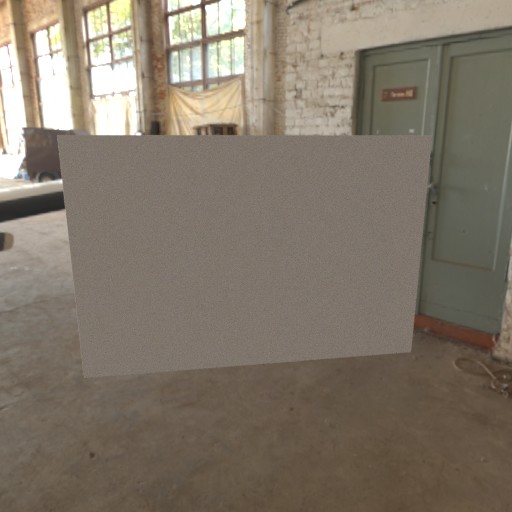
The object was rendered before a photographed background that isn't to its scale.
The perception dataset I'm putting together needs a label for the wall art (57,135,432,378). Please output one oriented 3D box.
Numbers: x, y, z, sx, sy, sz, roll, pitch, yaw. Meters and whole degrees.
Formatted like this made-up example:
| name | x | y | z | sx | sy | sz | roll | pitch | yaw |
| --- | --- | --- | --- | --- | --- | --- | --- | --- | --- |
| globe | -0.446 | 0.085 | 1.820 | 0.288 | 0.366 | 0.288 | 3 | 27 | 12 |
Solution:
| name | x | y | z | sx | sy | sz | roll | pitch | yaw |
| --- | --- | --- | --- | --- | --- | --- | --- | --- | --- |
| wall art | 0.000 | 0.000 | 1.143 | 0.898 | 0.601 | 0.038 | -2 | 15 | -9 |
